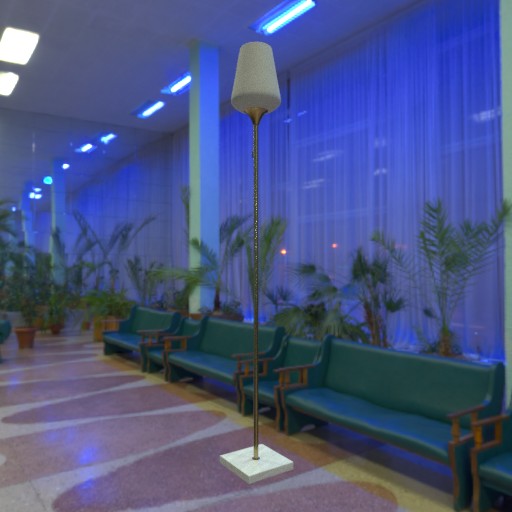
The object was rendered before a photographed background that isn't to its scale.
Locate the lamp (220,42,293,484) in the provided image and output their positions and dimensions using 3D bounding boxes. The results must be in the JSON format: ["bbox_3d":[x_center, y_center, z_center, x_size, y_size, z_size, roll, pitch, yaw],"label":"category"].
[{"bbox_3d":[0.000,0.000,1.930,0.229,1.813,0.232,1,-1,-34],"label":"lamp"}]
